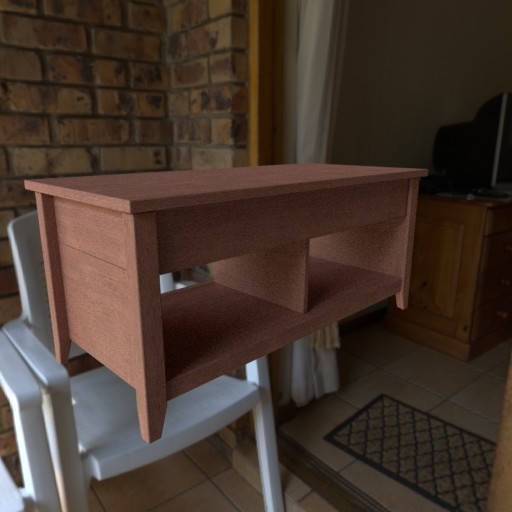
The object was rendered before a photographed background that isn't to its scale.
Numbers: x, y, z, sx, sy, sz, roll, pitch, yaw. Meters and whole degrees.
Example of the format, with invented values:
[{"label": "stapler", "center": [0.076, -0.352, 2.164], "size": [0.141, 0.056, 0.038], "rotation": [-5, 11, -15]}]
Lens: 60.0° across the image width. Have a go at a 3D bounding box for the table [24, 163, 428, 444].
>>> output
[{"label": "table", "center": [0.000, 0.000, 1.250], "size": [1.016, 0.457, 0.483], "rotation": [-14, 20, -42]}]
